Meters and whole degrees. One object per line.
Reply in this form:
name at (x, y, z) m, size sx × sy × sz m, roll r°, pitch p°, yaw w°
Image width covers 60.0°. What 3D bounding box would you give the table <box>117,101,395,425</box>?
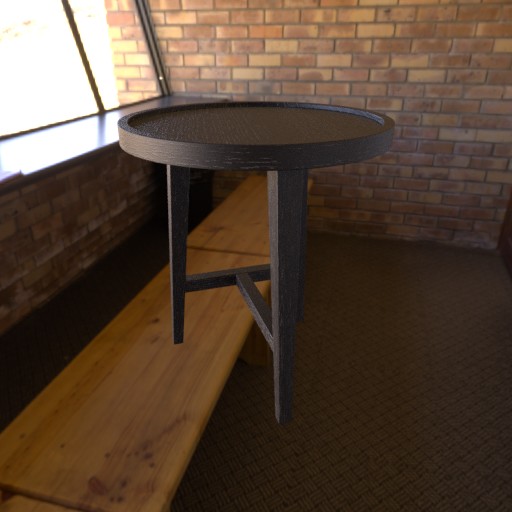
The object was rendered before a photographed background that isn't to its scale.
table at (0.000, 0.000, 0.760) m, size 0.399 × 0.460 × 0.399 m, roll 0°, pitch 26°, yaw 0°
